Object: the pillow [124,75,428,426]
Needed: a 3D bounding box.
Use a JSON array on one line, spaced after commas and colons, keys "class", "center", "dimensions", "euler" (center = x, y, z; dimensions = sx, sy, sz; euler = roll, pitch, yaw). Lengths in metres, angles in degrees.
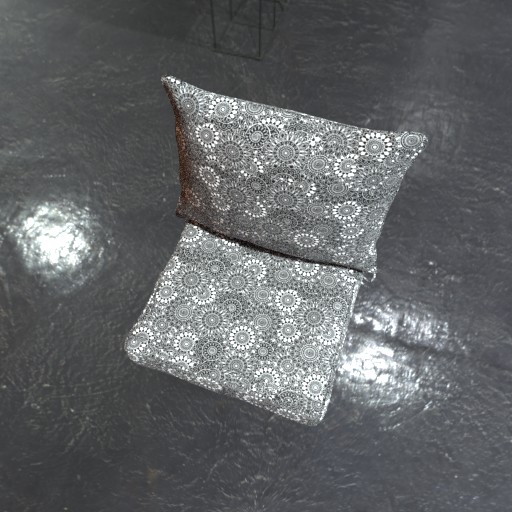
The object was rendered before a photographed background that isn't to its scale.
[{"class": "pillow", "center": [0.000, 0.000, 1.376], "dimensions": [0.798, 0.722, 0.740], "euler": [17, 61, 10]}]
